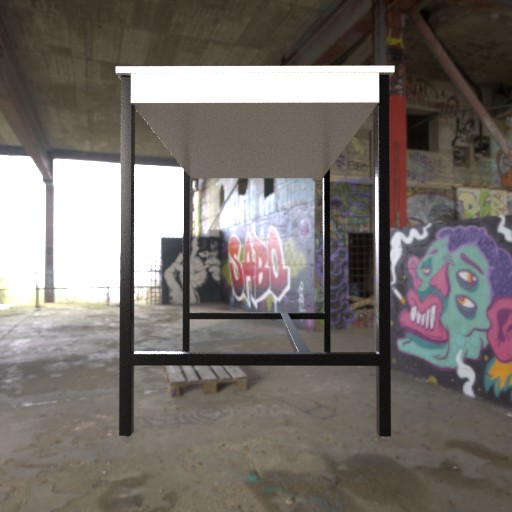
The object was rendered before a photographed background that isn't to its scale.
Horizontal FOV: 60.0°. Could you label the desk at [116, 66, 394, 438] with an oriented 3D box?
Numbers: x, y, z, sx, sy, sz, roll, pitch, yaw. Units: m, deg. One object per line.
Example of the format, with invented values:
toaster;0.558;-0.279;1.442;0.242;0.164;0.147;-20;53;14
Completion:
desk;0.000;0.000;1.309;0.573;0.766;0.811;0;-1;0
